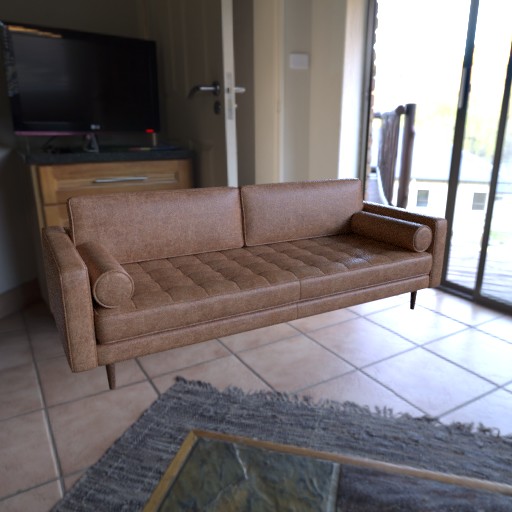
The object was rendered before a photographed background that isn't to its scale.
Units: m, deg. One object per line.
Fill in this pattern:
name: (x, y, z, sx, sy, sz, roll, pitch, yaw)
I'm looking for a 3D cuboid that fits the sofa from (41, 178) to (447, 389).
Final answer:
sofa: (0.000, 0.000, 2.586, 2.200, 0.770, 0.919, -9, 18, -28)
